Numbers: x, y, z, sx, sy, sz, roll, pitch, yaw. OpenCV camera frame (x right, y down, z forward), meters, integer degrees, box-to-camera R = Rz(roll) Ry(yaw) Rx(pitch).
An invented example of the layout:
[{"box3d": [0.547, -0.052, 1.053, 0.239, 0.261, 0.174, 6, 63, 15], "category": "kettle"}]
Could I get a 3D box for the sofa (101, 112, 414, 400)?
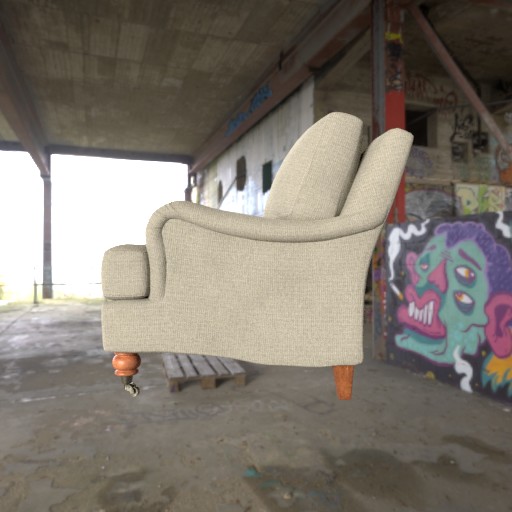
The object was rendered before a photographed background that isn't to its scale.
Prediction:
[{"box3d": [0.000, 0.000, 2.198, 1.087, 0.999, 1.480, 0, 0, 0], "category": "sofa"}]
